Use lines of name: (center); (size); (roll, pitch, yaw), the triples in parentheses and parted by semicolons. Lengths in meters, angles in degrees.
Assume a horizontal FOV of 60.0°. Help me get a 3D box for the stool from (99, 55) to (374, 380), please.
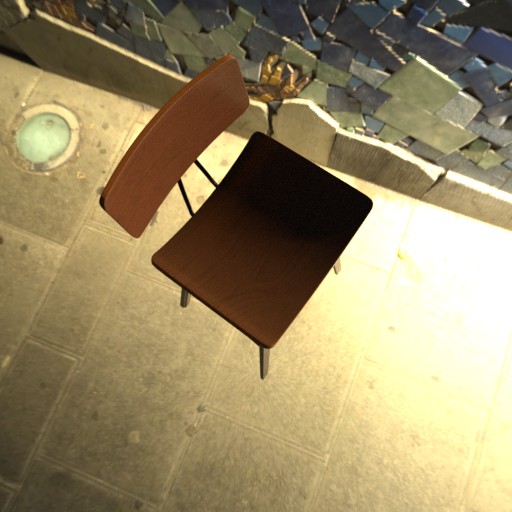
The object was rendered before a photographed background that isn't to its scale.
stool: (0.000, 0.000, 1.215); (0.440, 0.969, 0.509); (36, 78, 9)
